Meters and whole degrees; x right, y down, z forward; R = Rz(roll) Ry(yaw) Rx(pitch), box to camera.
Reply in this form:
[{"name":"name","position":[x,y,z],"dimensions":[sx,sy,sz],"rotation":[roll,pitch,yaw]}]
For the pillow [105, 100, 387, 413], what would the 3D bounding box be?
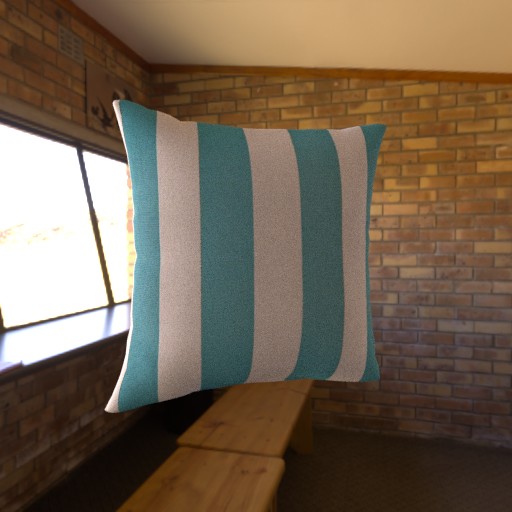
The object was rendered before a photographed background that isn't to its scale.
[{"name":"pillow","position":[0.000,0.000,0.824],"dimensions":[0.536,0.526,0.189],"rotation":[0,1,-17]}]
